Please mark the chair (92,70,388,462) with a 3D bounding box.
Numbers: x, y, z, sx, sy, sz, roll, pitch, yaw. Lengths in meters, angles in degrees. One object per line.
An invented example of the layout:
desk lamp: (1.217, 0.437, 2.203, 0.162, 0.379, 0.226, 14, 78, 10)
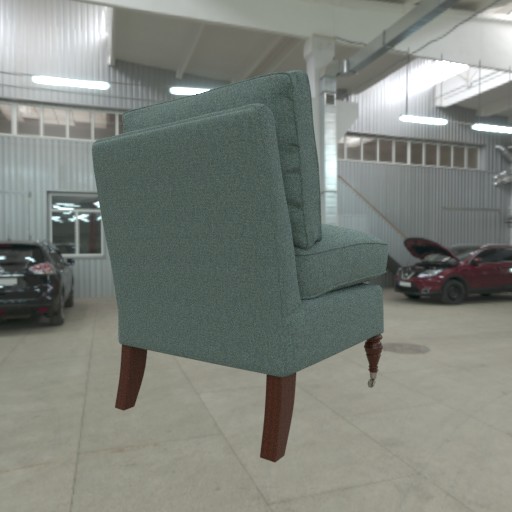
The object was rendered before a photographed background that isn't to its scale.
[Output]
chair: (0.000, 0.000, 1.405, 0.624, 0.901, 0.796, 1, 2, 36)
